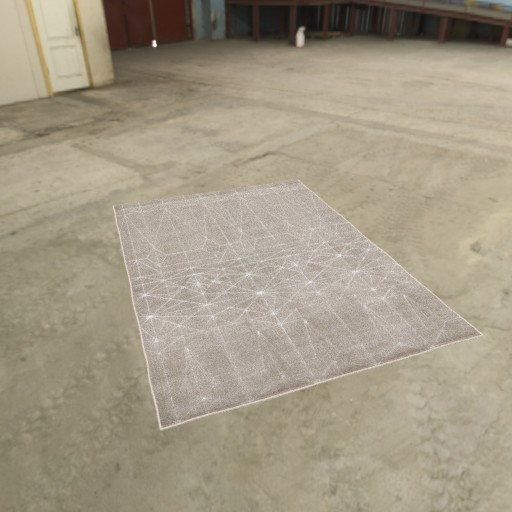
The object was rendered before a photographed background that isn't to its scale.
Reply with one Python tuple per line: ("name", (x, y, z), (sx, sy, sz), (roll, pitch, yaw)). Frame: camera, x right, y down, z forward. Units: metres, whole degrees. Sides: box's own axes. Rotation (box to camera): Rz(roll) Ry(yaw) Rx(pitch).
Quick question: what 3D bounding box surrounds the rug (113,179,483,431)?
("rug", (0.000, 0.000, 4.332), (2.449, 0.019, 3.357), (-11, 33, -17))
